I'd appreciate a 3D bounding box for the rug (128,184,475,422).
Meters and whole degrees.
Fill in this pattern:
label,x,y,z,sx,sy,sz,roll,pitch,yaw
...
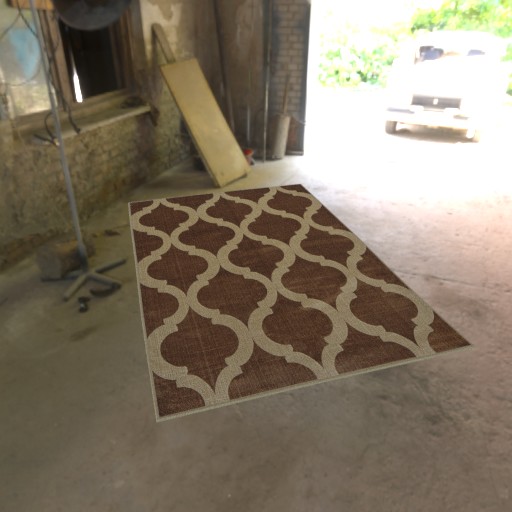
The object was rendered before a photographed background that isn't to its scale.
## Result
label,x,y,z,sx,sy,sz,roll,pitch,yaw
rug,0.000,0.000,2.889,1.526,0.014,2.290,-9,31,-14
